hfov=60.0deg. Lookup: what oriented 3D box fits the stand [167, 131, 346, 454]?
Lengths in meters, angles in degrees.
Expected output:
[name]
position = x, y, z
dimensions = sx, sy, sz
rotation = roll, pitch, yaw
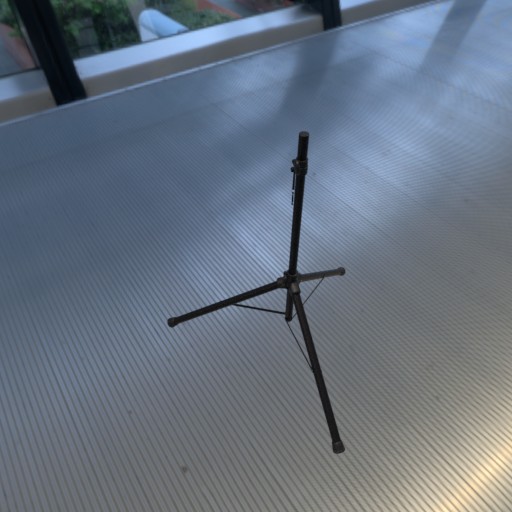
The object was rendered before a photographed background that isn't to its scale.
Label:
[stand]
position = 0.000, 0.000, 1.819
dimensions = 0.907, 1.136, 1.045
rotation = 7, 45, 7
